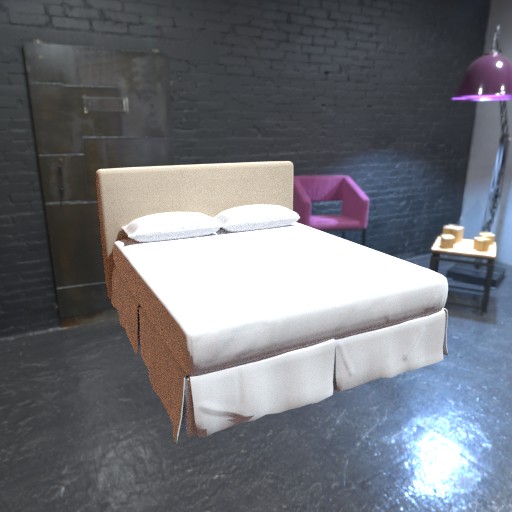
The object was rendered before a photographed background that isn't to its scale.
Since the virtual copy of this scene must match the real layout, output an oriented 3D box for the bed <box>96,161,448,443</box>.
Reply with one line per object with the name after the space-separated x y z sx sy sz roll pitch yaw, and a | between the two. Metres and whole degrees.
0.000 0.000 3.640 2.119 1.317 2.319 -8 18 -26 | bed
